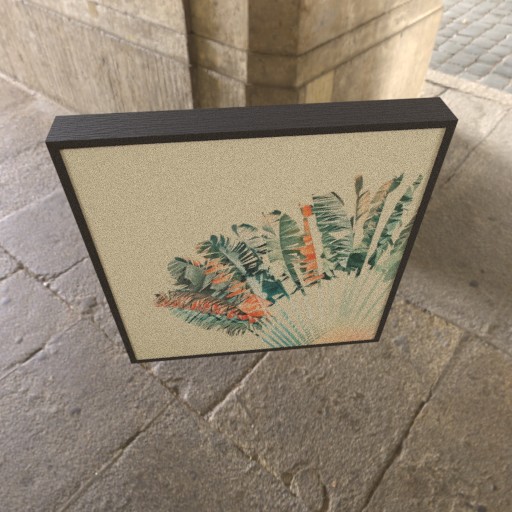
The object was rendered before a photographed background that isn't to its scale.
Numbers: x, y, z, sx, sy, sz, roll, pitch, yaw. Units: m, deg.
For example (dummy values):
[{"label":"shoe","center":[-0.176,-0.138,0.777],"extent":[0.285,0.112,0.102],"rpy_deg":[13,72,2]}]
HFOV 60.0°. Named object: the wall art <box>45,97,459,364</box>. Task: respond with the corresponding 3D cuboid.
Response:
[{"label":"wall art","center":[0.000,0.000,0.442],"extent":[0.302,0.300,0.036],"rpy_deg":[-4,46,-4]}]
